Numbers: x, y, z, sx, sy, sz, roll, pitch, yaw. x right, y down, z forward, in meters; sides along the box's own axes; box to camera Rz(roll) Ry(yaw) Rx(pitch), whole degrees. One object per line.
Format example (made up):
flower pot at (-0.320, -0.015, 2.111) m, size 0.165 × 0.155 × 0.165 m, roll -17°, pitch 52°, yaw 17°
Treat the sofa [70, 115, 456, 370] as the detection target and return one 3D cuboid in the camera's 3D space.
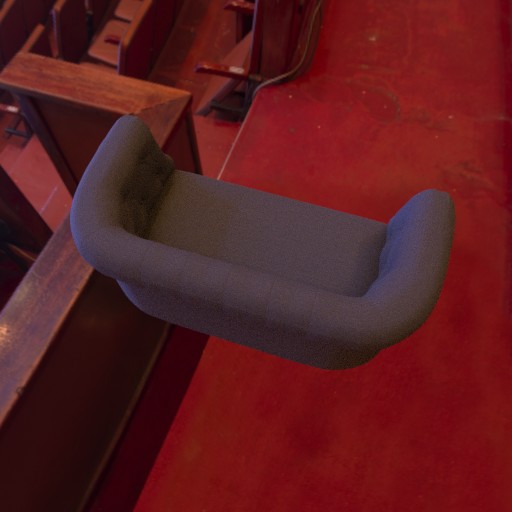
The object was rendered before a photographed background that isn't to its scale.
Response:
sofa at (0.000, 0.000, 2.100) m, size 1.558 × 0.827 × 0.835 m, roll 16°, pitch 62°, yaw 9°
